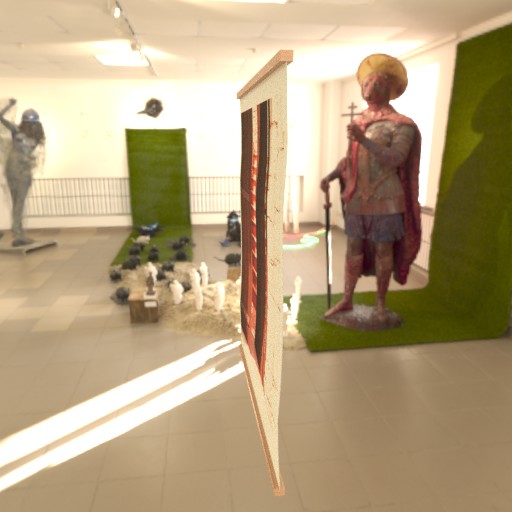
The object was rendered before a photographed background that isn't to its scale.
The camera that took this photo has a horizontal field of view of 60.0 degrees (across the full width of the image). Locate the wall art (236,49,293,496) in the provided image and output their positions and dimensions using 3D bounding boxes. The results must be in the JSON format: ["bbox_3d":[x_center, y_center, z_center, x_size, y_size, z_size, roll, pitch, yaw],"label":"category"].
[{"bbox_3d":[0.000,0.000,0.678,0.013,0.508,0.406,-2,15,-8],"label":"wall art"}]
